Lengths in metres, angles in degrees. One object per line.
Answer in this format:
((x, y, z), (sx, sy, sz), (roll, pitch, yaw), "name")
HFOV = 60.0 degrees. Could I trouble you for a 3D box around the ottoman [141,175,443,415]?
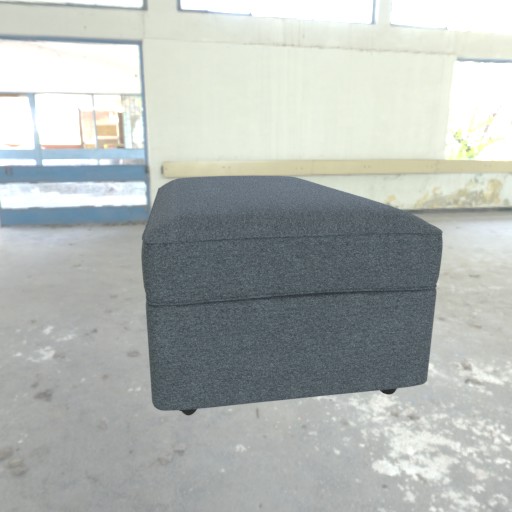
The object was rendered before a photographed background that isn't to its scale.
((0.000, 0.000, 1.536), (0.681, 0.494, 1.173), (-3, 15, -10), "ottoman")
